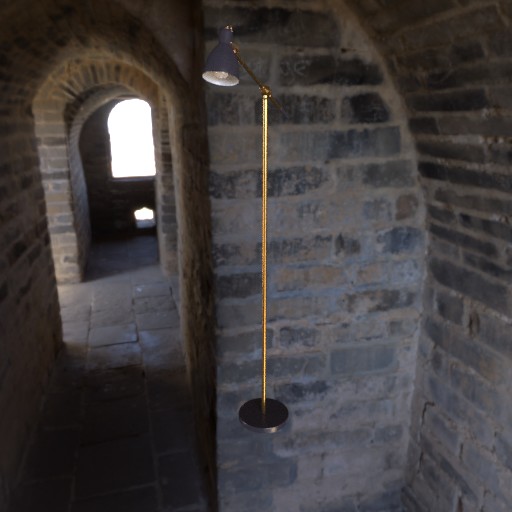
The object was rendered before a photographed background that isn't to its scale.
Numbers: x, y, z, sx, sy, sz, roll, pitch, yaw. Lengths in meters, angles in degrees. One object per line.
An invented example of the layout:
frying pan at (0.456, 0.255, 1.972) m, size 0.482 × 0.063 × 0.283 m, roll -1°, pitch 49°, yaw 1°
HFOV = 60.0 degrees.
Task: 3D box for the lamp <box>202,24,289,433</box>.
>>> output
lamp at (0.000, 0.000, 1.798) m, size 0.235 × 1.628 × 0.618 m, roll 8°, pitch 18°, yaw 25°
